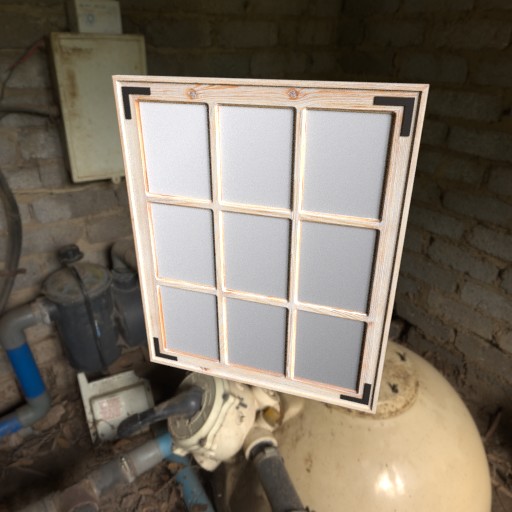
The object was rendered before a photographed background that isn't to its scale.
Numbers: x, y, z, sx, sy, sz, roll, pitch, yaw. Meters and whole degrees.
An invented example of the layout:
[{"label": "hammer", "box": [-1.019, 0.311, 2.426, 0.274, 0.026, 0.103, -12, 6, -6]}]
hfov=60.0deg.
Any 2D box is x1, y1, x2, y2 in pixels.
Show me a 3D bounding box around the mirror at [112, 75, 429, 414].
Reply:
[{"label": "mirror", "box": [0.000, 0.000, 1.188, 0.730, 0.882, 0.032, 8, 28, 16]}]
